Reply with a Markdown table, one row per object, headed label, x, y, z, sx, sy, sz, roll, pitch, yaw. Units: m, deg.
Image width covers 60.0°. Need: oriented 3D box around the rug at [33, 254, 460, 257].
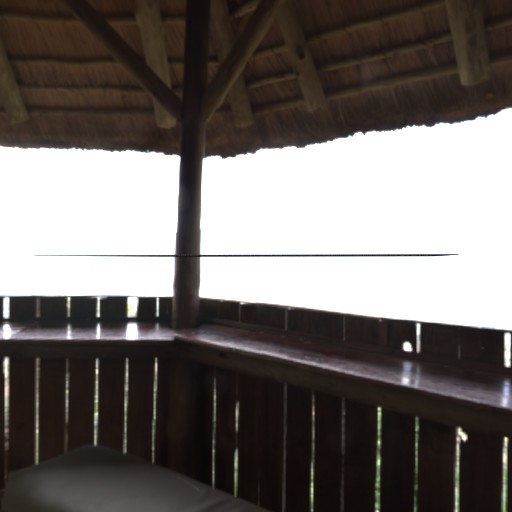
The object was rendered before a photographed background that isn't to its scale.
| label | x | y | z | sx | sy | sz | roll | pitch | yaw |
| --- | --- | --- | --- | --- | --- | --- | --- | --- | --- |
| rug | 0.000 | 0.000 | 3.096 | 2.438 | 0.008 | 1.523 | 0 | 0 | 18 |
